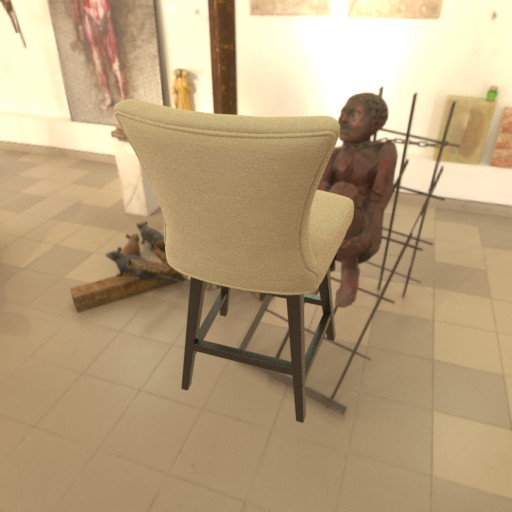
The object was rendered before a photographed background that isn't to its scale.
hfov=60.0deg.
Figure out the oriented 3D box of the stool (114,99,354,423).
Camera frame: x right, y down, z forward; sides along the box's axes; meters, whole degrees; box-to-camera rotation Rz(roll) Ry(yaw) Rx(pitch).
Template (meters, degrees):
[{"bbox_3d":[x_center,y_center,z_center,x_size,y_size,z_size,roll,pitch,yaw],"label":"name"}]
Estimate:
[{"bbox_3d":[0.000,0.000,1.373,0.514,1.000,0.574,10,34,16],"label":"stool"}]
